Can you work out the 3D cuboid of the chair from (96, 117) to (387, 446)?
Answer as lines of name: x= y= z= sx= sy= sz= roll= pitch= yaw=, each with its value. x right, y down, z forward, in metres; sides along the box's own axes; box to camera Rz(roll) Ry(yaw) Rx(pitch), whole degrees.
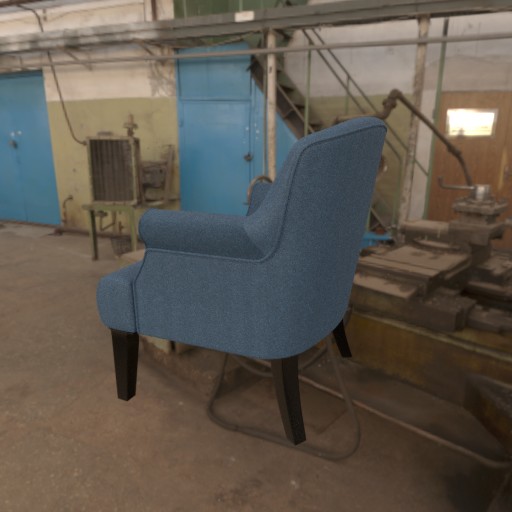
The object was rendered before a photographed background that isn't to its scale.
chair: x=0.000 y=0.000 z=1.477 sx=0.754 sy=0.878 sz=0.770 roll=8 pitch=18 yaw=25
